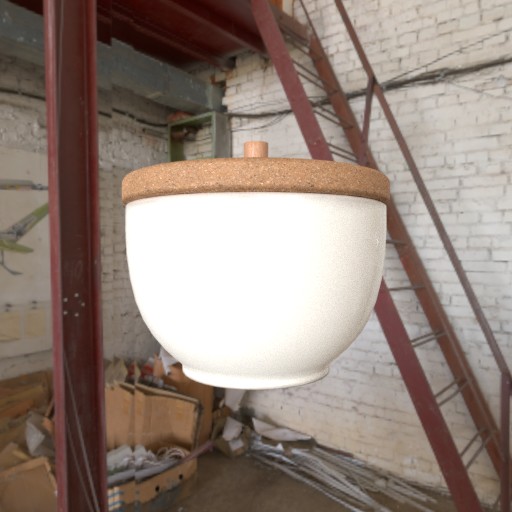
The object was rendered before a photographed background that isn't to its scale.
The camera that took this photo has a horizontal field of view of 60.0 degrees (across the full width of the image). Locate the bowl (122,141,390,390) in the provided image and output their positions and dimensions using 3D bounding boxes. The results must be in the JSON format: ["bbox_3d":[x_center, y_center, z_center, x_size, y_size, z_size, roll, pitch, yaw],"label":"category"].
[{"bbox_3d":[0.000,0.000,0.218,0.126,0.110,0.126,0,1,0],"label":"bowl"}]
